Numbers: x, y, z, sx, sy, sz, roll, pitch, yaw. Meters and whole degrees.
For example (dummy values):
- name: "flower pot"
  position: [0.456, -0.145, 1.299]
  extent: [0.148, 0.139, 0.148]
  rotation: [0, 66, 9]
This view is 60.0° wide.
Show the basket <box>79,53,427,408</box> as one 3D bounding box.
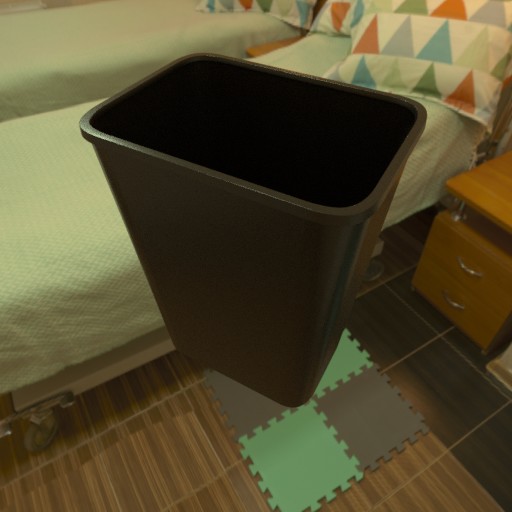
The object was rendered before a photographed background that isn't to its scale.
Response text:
- name: "basket"
  position: [0.000, 0.000, 0.755]
  extent: [0.394, 0.521, 0.287]
  rotation: [22, 49, 20]
